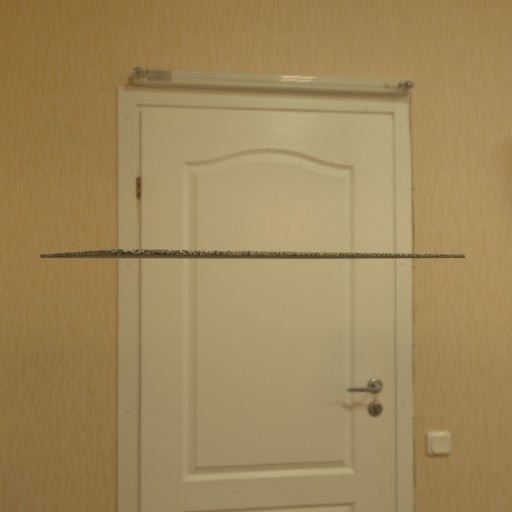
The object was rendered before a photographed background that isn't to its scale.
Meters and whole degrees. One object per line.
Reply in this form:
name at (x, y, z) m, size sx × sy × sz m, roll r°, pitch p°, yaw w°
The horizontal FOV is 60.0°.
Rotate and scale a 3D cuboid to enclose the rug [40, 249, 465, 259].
rug at (0.000, 0.000, 3.389) m, size 2.743 × 0.030 × 1.778 m, roll 0°, pitch -1°, yaw -35°
